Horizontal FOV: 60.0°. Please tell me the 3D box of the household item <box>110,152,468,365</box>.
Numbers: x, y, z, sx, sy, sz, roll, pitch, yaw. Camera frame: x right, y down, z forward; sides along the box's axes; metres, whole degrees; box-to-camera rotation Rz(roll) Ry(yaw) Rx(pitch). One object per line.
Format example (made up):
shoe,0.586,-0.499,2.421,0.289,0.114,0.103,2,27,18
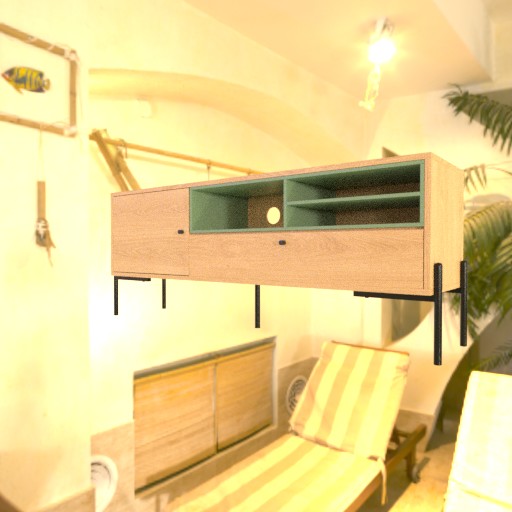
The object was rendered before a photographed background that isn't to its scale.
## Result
household item,0.000,0.000,1.839,1.550,0.600,0.400,1,1,38
